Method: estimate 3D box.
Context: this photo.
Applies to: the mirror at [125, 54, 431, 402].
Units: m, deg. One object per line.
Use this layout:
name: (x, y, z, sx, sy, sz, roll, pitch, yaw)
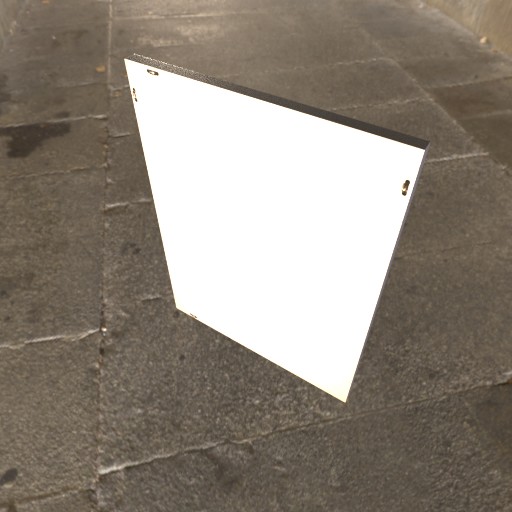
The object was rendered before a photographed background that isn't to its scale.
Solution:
mirror: (0.000, 0.000, 1.336, 0.762, 1.016, 0.040, 25, 51, 22)
